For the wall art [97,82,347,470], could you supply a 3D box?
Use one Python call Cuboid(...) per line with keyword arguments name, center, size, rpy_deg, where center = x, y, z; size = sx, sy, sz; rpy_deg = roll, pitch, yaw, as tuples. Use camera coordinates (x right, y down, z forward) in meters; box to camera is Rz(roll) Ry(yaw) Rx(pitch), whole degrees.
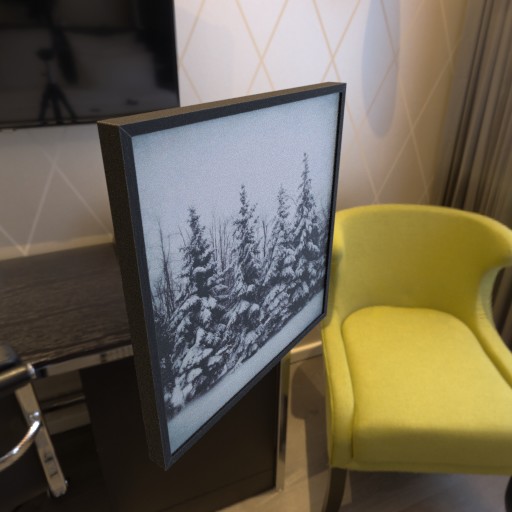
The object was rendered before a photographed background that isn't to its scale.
Cuboid(name="wall art", center=(0.000, 0.000, 0.742), size=(0.036, 0.506, 0.506), rpy_deg=(18, 32, 32))
